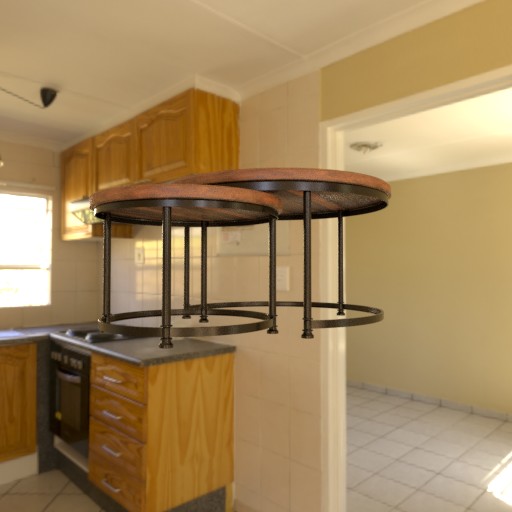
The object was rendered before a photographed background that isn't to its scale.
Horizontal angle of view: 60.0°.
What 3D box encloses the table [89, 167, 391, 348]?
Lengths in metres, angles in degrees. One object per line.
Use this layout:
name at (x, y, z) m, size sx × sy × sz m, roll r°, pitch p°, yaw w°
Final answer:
table at (0.000, 0.000, 1.641) m, size 0.870 × 0.516 × 1.152 m, roll -1°, pitch -2°, yaw 36°
